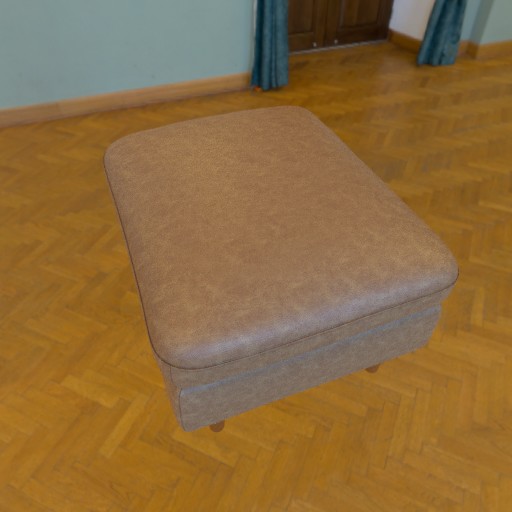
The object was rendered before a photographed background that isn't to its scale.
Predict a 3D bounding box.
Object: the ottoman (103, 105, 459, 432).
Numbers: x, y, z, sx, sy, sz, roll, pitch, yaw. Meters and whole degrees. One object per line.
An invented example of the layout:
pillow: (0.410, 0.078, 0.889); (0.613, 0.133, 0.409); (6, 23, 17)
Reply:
ottoman: (0.000, 0.000, 1.096); (0.593, 0.478, 0.747); (-15, 46, -15)
